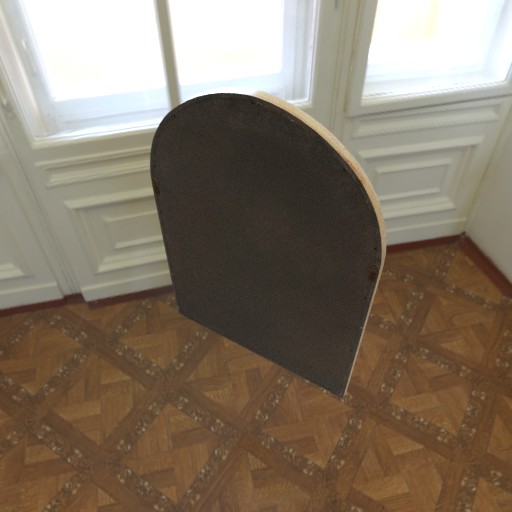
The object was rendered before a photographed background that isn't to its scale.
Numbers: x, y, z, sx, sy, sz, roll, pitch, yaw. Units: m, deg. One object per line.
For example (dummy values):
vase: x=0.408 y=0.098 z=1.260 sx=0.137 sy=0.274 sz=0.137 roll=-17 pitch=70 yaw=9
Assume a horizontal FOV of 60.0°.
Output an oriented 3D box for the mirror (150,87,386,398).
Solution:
mirror: x=0.000 y=0.000 z=1.212 sx=0.660 sy=0.920 sz=0.032 roll=23 pitch=49 yaw=21
